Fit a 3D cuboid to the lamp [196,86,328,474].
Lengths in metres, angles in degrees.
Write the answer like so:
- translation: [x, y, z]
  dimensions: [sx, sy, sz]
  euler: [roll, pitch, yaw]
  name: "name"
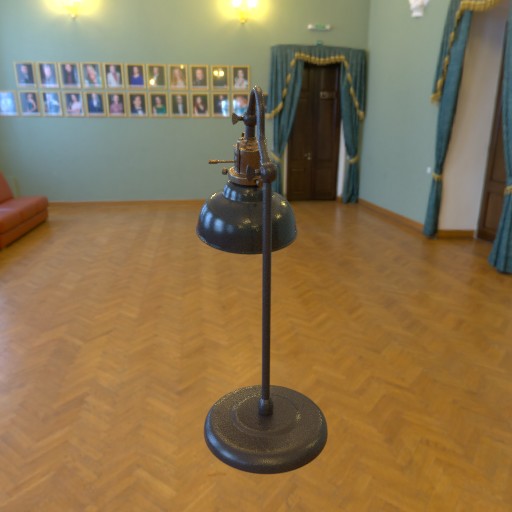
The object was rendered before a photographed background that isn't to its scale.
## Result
- translation: [0.000, 0.000, 0.707]
  dimensions: [0.192, 0.508, 0.374]
  euler: [-3, 17, -9]
  name: "lamp"
